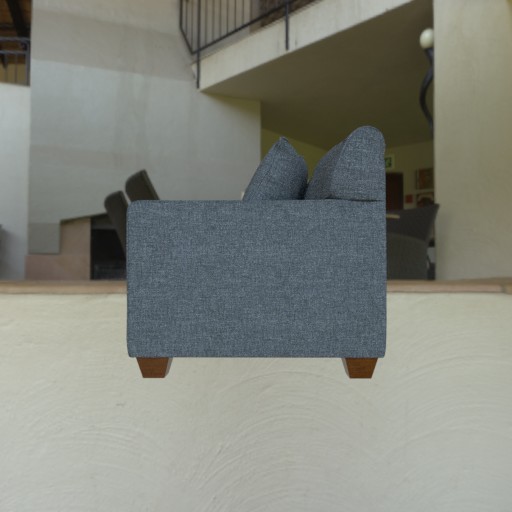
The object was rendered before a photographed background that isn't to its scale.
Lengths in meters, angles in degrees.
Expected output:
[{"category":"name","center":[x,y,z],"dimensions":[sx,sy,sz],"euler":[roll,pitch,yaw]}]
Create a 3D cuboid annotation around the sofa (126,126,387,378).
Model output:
[{"category":"sofa","center":[0.000,0.000,2.602],"dimensions":[0.997,0.958,2.024],"euler":[0,-2,1]}]
